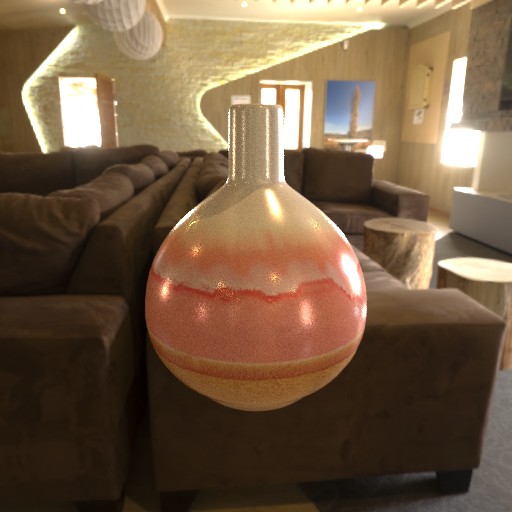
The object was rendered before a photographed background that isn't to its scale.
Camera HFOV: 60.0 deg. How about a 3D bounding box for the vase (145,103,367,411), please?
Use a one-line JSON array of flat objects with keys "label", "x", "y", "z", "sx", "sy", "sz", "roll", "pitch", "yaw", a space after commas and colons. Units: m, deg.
[{"label": "vase", "x": 0.000, "y": 0.000, "z": 0.273, "sx": 0.137, "sy": 0.176, "sz": 0.137, "roll": 0, "pitch": 16, "yaw": 0}]
